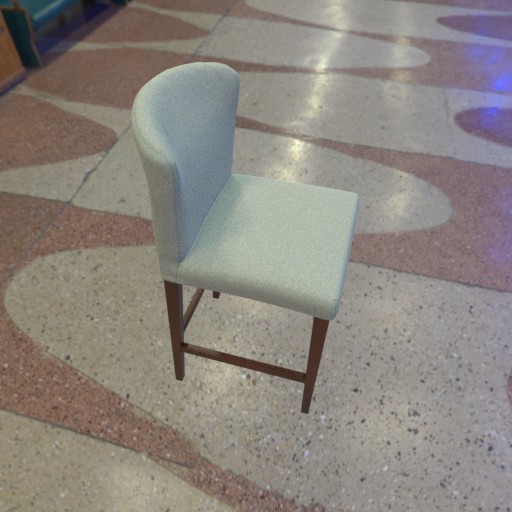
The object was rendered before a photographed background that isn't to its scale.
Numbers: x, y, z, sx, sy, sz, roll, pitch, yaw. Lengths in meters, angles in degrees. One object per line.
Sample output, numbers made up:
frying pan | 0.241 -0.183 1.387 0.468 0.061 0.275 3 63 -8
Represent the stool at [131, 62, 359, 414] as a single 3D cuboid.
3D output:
stool | 0.000 0.000 1.410 0.568 1.069 0.479 12 47 11
